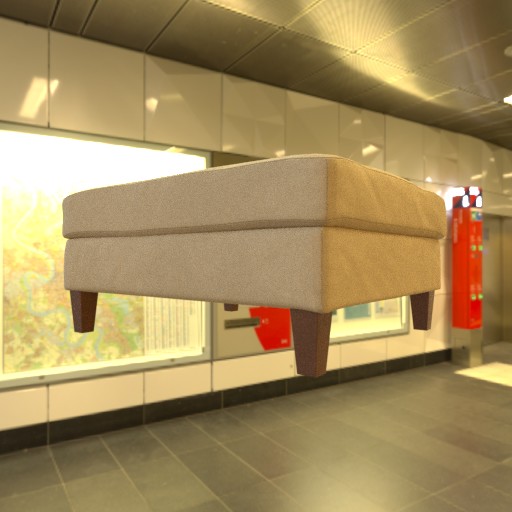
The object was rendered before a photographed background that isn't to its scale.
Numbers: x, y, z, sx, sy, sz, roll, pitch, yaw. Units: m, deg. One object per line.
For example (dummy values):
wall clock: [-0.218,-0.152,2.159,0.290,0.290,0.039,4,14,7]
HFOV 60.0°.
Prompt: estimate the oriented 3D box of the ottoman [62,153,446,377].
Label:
ottoman: [0.000,0.000,1.465,1.002,0.492,0.836,0,0,38]
